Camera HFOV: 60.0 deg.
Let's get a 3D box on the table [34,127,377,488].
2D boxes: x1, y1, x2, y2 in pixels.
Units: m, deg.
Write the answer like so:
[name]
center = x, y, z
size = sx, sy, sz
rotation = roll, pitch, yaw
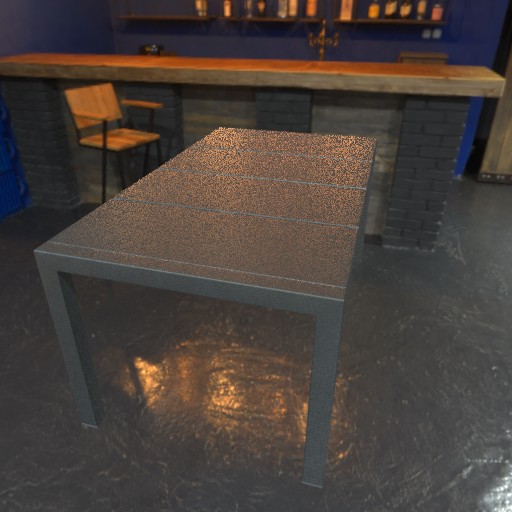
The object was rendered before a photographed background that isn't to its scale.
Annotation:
[table]
center = 0.000, 0.000, 1.246
size = 0.559, 0.460, 0.965
rotation = 8, 31, 14
